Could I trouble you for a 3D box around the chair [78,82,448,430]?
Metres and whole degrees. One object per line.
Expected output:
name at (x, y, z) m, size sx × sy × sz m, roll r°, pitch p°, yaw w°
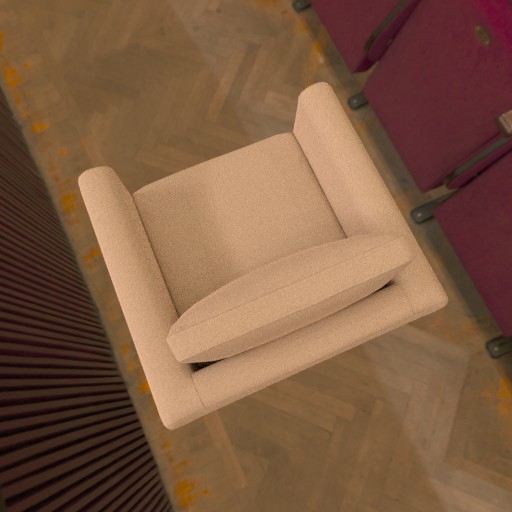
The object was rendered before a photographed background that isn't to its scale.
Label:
chair at (0.000, 0.000, 1.677) m, size 0.982 × 0.915 × 0.896 m, roll -23°, pitch 76°, yaw -6°
